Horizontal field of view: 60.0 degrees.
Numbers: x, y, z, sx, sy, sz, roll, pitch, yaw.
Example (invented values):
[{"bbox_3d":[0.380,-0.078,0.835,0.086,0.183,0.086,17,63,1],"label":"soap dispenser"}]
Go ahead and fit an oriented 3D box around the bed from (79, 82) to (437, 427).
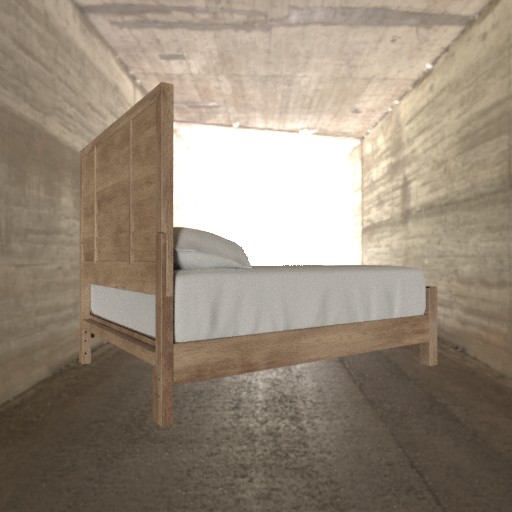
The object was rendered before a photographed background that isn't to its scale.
[{"bbox_3d":[0.000,0.000,3.371,2.197,1.626,1.626,0,-1,-34],"label":"bed"}]
